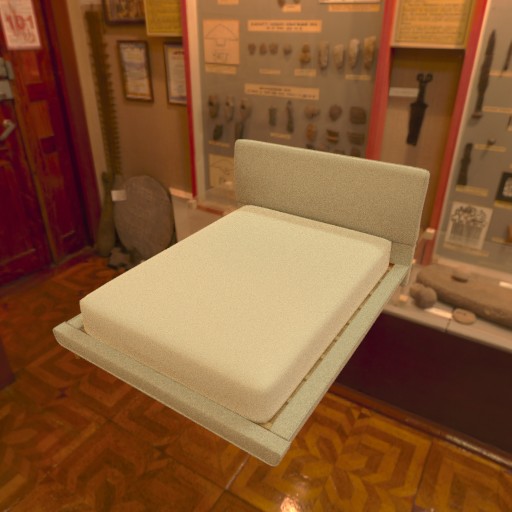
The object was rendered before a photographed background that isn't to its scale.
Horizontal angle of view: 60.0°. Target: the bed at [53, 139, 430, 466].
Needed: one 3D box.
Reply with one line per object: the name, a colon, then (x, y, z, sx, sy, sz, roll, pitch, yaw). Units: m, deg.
bed: (0.000, 0.000, 3.351, 1.840, 1.067, 2.368, 18, 33, 29)
